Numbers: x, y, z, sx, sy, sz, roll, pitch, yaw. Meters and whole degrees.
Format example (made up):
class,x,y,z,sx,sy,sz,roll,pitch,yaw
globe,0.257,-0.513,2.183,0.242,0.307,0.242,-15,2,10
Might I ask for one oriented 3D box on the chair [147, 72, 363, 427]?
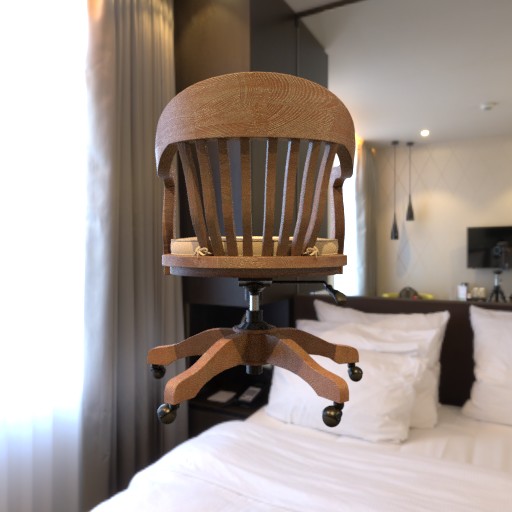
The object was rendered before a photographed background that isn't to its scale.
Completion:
class,x,y,z,sx,sy,sz,roll,pitch,yaw
chair,0.000,0.000,1.442,0.750,0.878,0.788,0,0,-2
